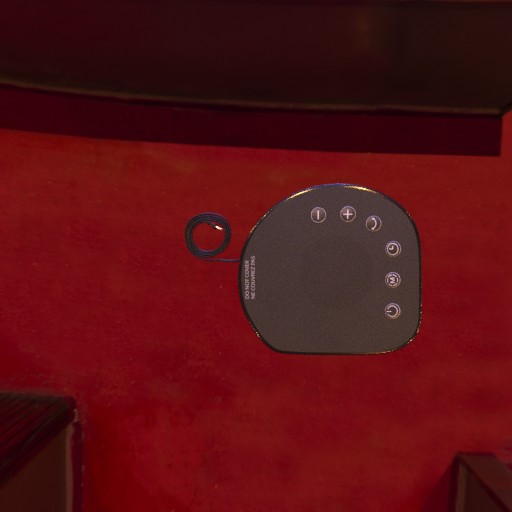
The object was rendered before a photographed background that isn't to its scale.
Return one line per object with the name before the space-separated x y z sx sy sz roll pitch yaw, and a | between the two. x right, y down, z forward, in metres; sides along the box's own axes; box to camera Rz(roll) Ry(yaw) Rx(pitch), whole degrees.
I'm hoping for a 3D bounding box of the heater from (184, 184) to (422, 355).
heater | 0.000 0.000 0.687 0.312 0.552 0.174 0 91 0
